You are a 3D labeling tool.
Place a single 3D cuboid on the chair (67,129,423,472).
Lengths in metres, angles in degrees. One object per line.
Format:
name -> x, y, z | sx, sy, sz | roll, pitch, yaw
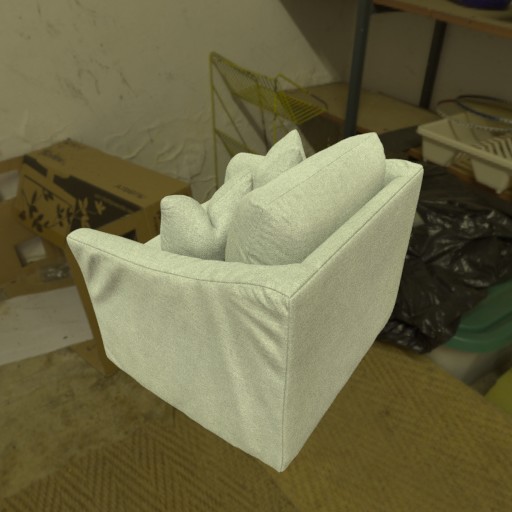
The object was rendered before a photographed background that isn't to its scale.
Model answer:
chair -> 0.000, 0.000, 2.043 | 1.071, 1.059, 1.194 | 21, 38, 29
